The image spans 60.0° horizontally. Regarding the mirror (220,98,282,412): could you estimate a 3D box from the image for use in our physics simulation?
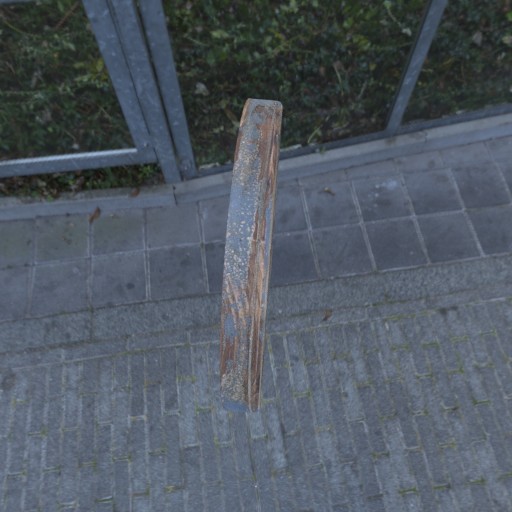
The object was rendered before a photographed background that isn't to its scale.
[{"bbox_3d":[0.000,0.000,0.878,0.061,0.585,0.585,4,63,2],"label":"mirror"}]
